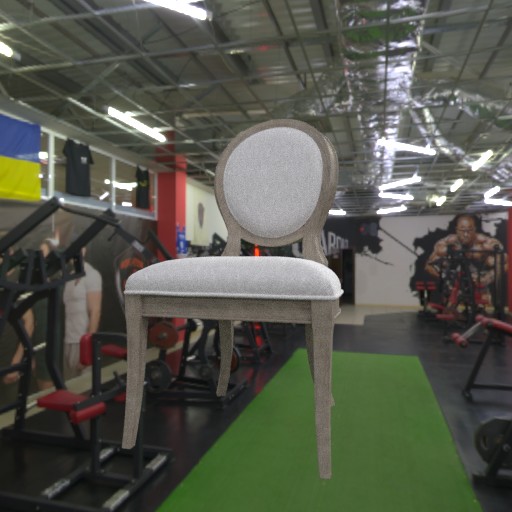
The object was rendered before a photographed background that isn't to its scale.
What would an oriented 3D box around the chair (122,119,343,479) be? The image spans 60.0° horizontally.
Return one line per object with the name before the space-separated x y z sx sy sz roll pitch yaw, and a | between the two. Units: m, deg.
chair | 0.000 0.000 1.347 0.558 0.990 0.602 0 0 18
